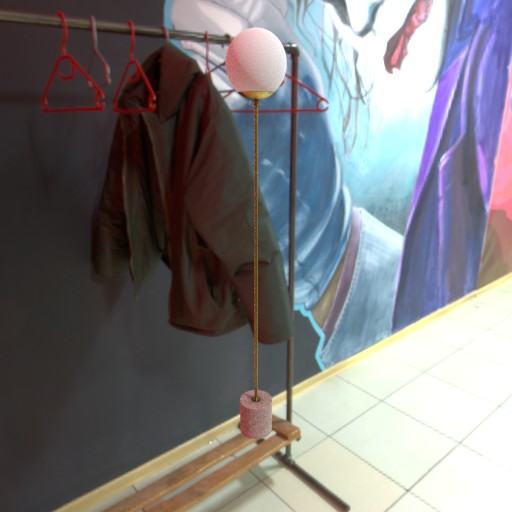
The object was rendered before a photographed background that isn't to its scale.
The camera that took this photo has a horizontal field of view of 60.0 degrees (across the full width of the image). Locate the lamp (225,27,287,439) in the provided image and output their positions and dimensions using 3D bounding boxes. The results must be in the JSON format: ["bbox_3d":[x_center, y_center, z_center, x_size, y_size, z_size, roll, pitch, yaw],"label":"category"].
[{"bbox_3d":[0.000,0.000,1.883,0.229,1.748,0.229,-2,18,-7],"label":"lamp"}]
